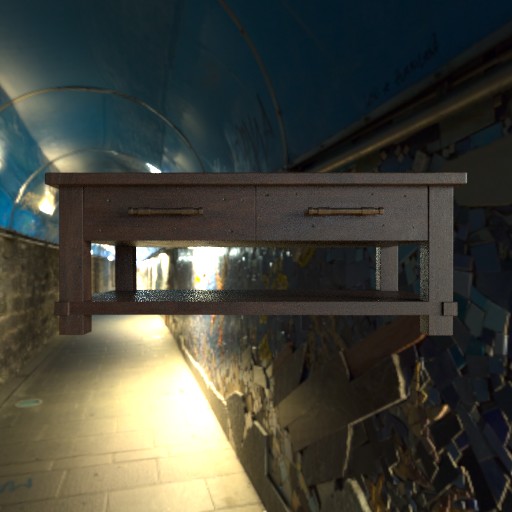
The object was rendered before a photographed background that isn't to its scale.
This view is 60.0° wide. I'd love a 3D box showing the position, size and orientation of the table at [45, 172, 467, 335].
[{"bbox_3d":[0.000,0.000,1.661,1.270,0.494,0.700,0,-1,0],"label":"table"}]
